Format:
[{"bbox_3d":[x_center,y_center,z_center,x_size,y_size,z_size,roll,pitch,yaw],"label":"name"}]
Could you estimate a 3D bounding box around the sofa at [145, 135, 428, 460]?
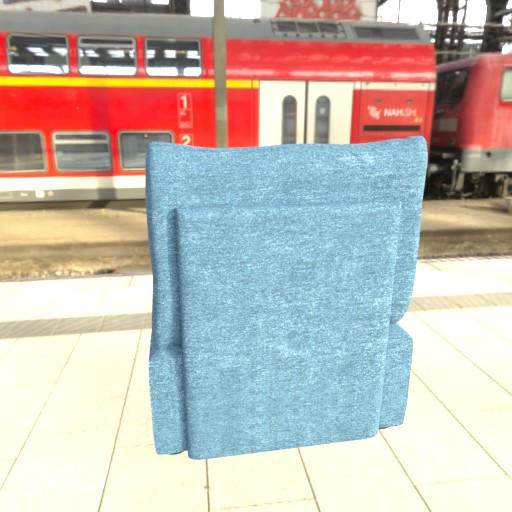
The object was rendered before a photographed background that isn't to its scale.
[{"bbox_3d":[0.000,0.000,1.533,0.700,0.820,1.000,-3,17,-10],"label":"sofa"}]
